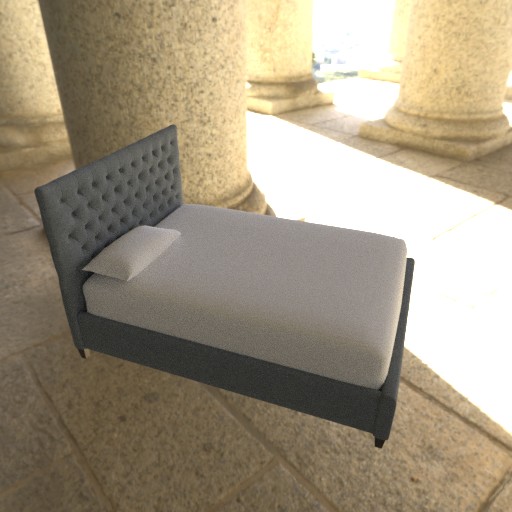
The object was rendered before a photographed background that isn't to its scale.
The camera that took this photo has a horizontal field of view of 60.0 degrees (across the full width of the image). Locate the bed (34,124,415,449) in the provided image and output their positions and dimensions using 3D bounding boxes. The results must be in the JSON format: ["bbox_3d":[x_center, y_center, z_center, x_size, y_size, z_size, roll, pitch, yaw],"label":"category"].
[{"bbox_3d":[0.000,0.000,3.396,2.335,1.411,1.698,11,32,18],"label":"bed"}]
